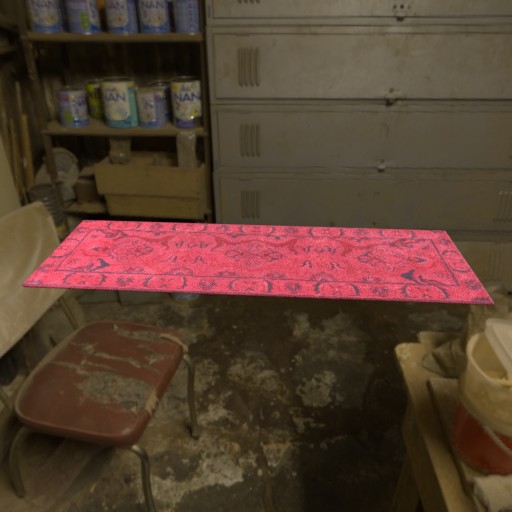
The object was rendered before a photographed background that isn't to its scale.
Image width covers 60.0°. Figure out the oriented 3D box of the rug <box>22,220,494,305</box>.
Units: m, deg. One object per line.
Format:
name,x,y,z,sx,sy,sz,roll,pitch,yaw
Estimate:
rug,0.000,0.000,2.631,2.439,0.018,0.813,2,30,3
